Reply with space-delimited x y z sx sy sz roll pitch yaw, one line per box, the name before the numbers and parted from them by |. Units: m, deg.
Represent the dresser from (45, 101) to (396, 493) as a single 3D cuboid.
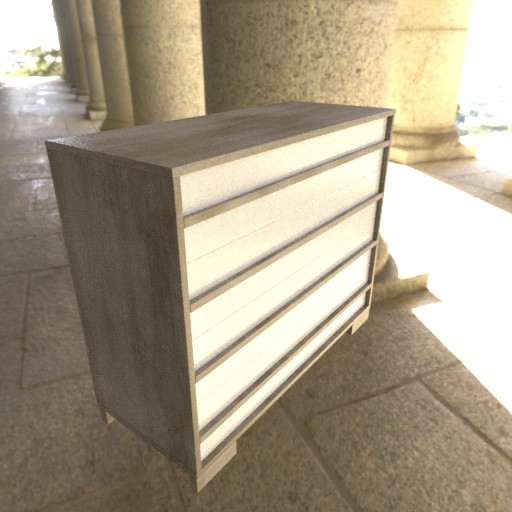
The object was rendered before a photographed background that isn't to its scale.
dresser | 0.000 0.000 1.389 0.404 0.816 0.994 18 31 33
